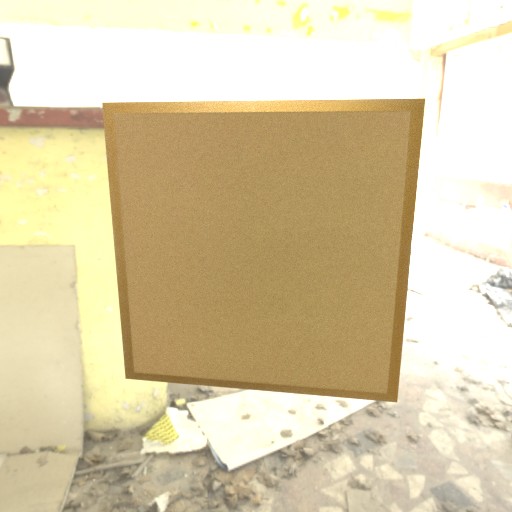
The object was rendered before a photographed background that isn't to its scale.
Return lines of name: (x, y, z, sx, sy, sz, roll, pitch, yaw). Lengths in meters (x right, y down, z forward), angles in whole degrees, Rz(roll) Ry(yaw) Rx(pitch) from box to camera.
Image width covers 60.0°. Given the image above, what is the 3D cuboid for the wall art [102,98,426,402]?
wall art: (0.000, 0.000, 1.148, 0.762, 0.760, 0.037, 2, 15, 9)
